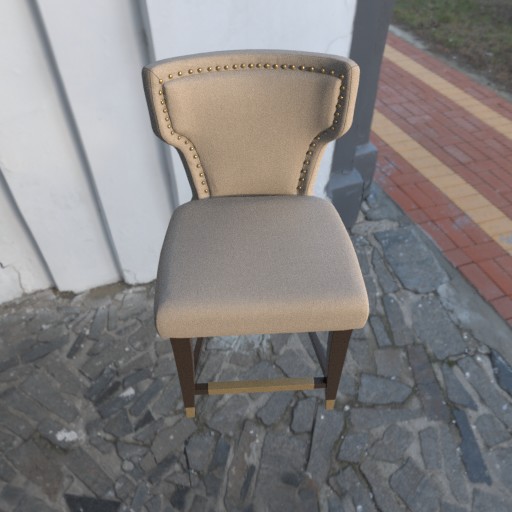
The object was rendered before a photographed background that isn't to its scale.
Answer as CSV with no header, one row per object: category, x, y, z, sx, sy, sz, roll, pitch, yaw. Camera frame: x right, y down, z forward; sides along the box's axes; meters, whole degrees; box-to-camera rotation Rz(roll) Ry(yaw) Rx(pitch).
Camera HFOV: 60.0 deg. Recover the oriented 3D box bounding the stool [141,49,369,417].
stool,0.000,0.000,1.289,0.527,0.982,0.563,-2,46,-2
